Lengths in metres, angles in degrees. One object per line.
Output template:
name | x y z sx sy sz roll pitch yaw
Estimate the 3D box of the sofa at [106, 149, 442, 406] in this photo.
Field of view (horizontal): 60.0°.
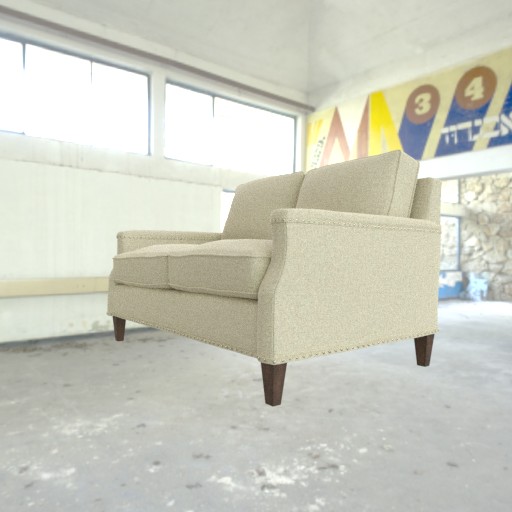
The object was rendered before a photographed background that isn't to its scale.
sofa | 0.000 0.000 2.354 1.084 1.003 1.597 0 0 -37
